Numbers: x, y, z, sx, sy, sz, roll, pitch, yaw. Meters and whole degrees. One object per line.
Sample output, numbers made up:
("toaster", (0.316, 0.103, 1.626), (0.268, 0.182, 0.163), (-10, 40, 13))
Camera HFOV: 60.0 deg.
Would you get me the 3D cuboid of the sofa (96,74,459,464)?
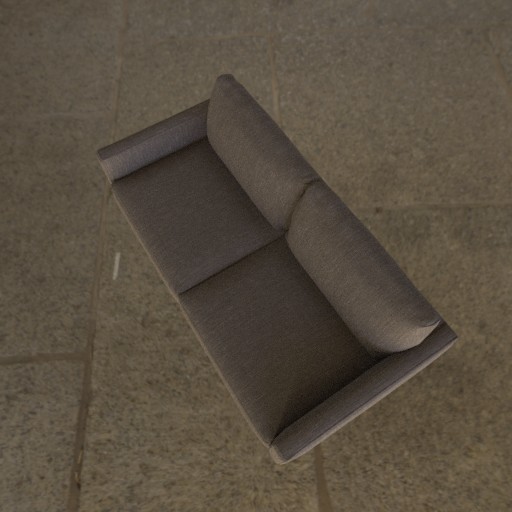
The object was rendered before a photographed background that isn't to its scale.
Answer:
("sofa", (0.000, 0.000, 2.142), (0.875, 0.840, 1.682), (-30, 68, -14))
